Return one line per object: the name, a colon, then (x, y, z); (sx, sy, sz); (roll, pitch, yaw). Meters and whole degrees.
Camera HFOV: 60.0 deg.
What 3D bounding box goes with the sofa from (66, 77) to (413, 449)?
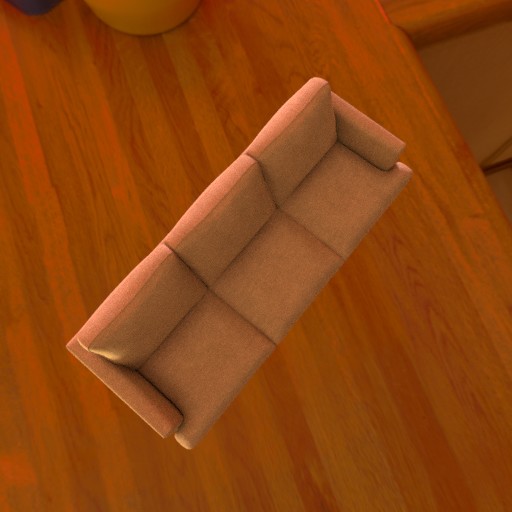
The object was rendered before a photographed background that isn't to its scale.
sofa: (0.000, 0.000, 2.773); (0.903, 0.930, 2.246); (39, 79, 9)
